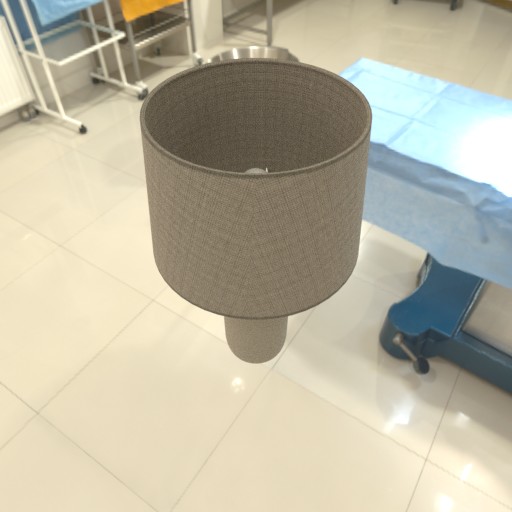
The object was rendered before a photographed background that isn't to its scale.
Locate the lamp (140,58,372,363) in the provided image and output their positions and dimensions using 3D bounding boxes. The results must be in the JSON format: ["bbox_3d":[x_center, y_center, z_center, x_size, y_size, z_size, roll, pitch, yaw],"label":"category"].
[{"bbox_3d":[0.000,0.000,0.838,0.367,0.609,0.367,0,47,0],"label":"lamp"}]
